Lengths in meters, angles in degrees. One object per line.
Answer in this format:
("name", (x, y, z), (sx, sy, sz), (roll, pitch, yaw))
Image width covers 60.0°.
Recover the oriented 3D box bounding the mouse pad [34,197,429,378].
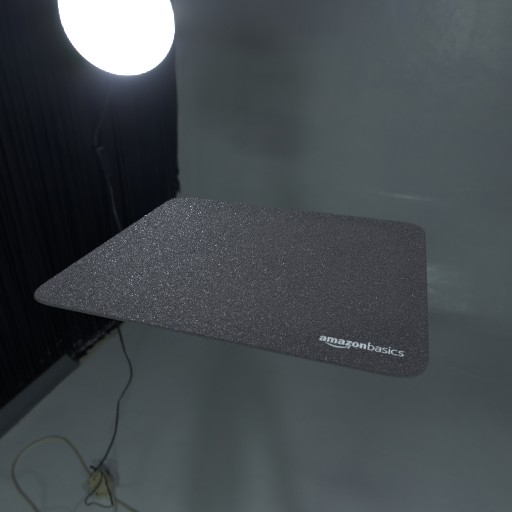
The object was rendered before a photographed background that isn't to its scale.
("mouse pad", (0.000, 0.000, 0.432), (0.315, 0.002, 0.269), (8, 28, 16))
